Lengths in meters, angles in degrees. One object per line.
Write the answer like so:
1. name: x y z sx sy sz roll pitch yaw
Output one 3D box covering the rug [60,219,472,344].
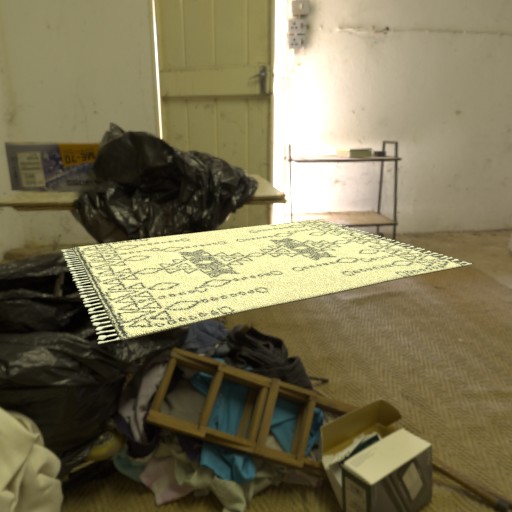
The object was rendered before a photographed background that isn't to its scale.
1. rug: 0.000 0.000 3.923 3.027 0.028 2.125 -9 18 -27
